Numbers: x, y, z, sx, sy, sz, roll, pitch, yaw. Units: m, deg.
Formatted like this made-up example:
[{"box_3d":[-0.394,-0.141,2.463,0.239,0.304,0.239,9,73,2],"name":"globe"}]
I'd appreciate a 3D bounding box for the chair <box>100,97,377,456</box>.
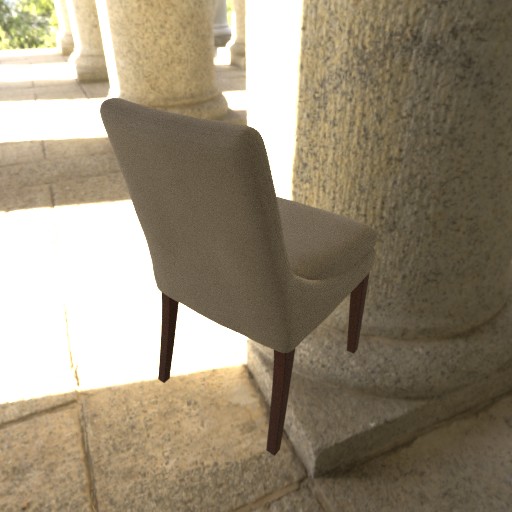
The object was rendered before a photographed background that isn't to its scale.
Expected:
[{"box_3d":[0.000,0.000,1.294,0.515,0.940,0.638,21,38,30],"name":"chair"}]
